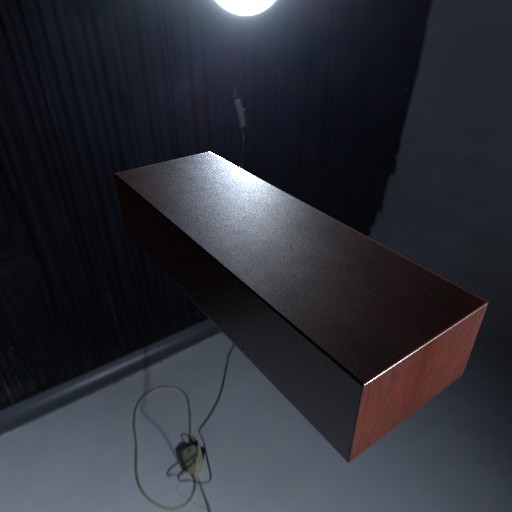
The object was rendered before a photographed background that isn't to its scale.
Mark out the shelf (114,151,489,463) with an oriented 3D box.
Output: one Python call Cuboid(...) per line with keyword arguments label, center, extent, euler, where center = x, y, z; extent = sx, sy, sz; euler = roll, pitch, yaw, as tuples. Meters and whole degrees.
Cuboid(label="shelf", center=(0.000, 0.000, 0.515), extent=(0.152, 0.088, 0.457), euler=(-21, 38, -30))
